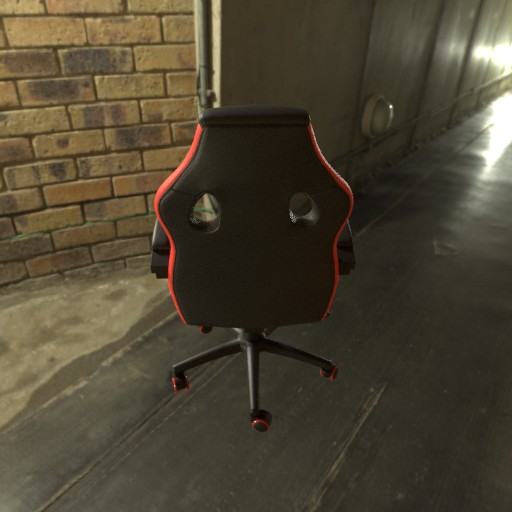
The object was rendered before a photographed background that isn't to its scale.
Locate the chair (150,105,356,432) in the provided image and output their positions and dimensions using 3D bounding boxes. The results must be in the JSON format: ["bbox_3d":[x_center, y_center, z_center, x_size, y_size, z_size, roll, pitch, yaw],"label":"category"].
[{"bbox_3d":[0.000,0.000,1.377,0.600,1.016,0.642,-1,30,-2],"label":"chair"}]
